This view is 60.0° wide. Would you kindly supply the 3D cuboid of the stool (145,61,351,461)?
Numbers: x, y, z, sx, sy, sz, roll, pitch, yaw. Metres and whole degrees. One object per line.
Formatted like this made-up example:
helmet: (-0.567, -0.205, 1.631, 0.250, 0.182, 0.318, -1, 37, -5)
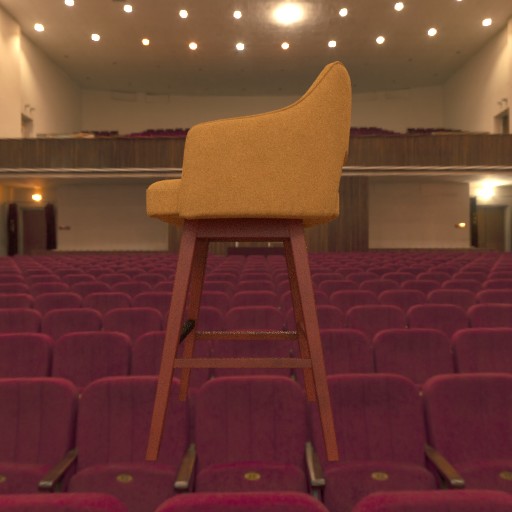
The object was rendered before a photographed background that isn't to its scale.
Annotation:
stool: (0.000, 0.000, 1.327, 0.558, 1.012, 0.548, 0, 0, 0)
